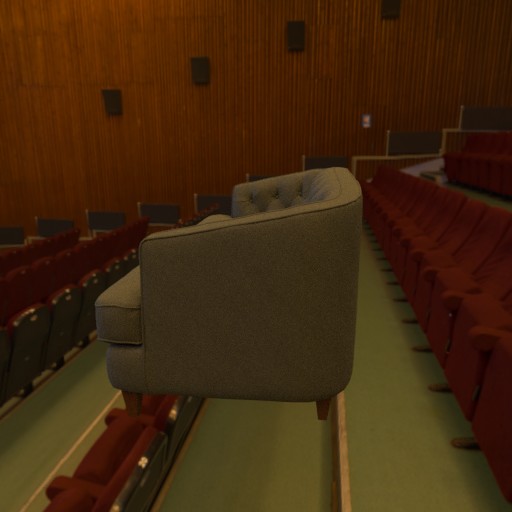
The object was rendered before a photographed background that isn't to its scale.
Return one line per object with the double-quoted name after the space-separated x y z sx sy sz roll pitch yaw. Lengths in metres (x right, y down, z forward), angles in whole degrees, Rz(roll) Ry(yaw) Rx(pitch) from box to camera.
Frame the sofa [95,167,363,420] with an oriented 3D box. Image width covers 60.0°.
0.000 0.000 2.281 0.941 0.855 1.733 2 15 8 "sofa"
